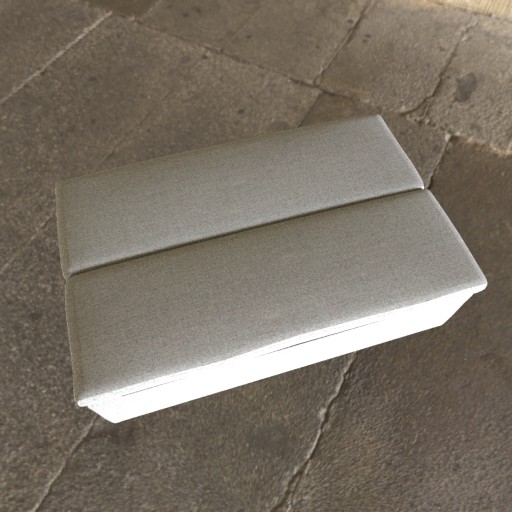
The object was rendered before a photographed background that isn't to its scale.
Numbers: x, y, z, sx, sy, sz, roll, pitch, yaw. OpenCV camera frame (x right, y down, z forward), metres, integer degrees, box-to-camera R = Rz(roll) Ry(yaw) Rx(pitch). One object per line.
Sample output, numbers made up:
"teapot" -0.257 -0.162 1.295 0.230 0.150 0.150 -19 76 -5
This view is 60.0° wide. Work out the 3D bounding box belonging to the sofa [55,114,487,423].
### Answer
"sofa" 0.000 0.000 1.602 1.250 0.434 0.817 -14 60 -9
